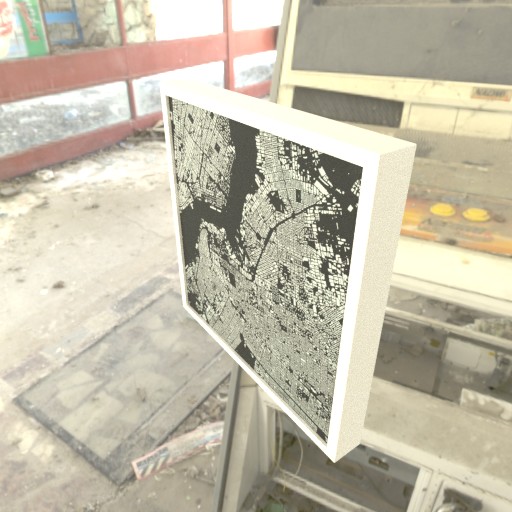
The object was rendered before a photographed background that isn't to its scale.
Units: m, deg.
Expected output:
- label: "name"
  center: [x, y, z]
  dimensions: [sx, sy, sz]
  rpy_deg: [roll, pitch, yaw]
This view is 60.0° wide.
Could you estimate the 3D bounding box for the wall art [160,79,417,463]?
- label: "wall art"
  center: [0.000, 0.000, 0.463]
  dimensions: [0.037, 0.305, 0.305]
  rpy_deg: [-21, 37, -30]
